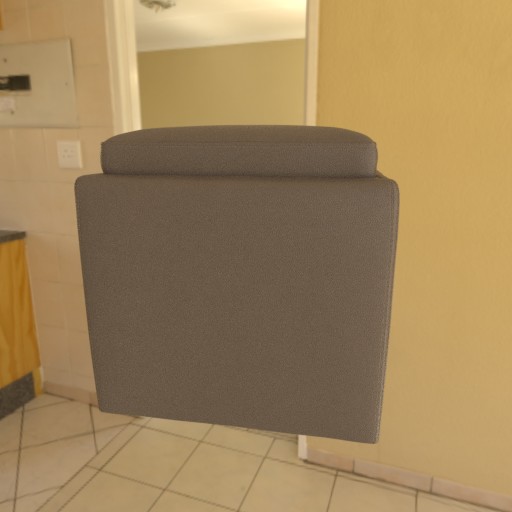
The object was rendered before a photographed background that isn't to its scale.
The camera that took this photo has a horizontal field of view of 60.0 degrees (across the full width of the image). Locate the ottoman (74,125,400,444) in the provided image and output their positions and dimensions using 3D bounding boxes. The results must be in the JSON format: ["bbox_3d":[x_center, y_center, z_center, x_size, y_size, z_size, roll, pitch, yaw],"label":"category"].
[{"bbox_3d":[0.000,0.000,0.819,0.451,0.460,0.450,3,15,10],"label":"ottoman"}]
